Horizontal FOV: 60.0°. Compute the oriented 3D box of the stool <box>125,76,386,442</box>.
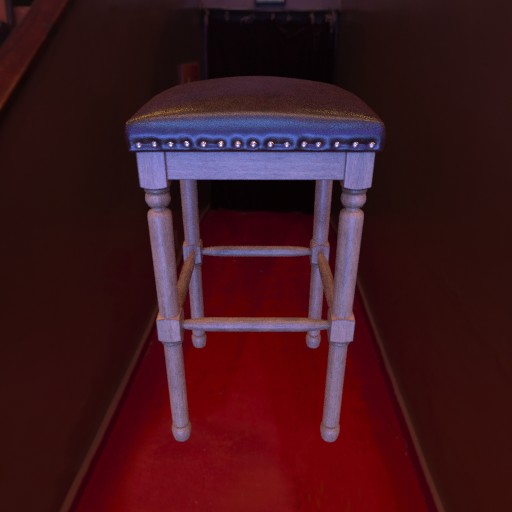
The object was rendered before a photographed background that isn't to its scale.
[{"bbox_3d":[0.000,0.000,0.935,0.382,0.702,0.383,0,26,0],"label":"stool"}]
